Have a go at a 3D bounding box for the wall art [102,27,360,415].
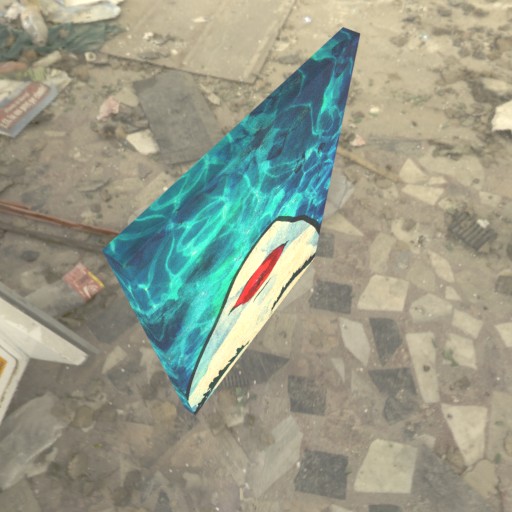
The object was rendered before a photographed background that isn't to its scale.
[{"bbox_3d":[0.000,0.000,0.999,0.038,0.760,0.609,31,62,18],"label":"wall art"}]
